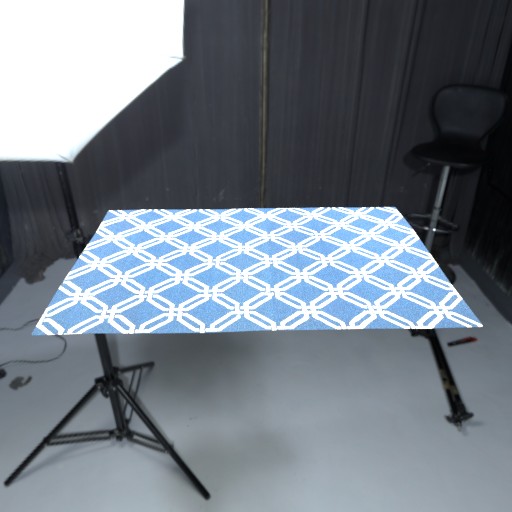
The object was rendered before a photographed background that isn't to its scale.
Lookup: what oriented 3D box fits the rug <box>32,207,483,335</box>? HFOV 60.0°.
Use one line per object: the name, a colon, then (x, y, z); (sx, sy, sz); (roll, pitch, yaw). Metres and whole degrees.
rug: (0.000, 0.000, 2.197); (1.755, 0.010, 1.153); (-1, 30, -1)
